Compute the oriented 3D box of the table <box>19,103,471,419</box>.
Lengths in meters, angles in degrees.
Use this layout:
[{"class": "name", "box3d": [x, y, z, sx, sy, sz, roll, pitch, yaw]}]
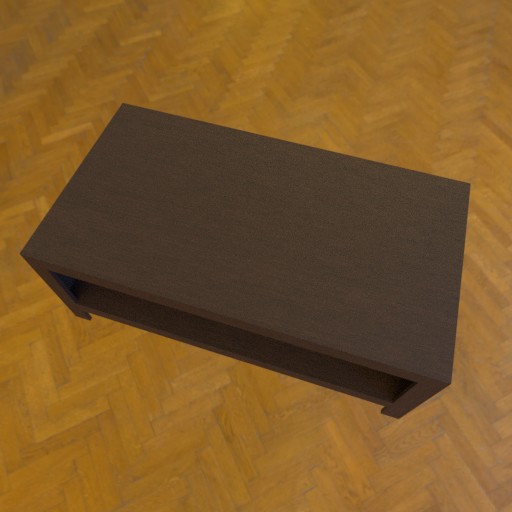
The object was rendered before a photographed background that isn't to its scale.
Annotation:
[{"class": "table", "box3d": [0.000, 0.000, 1.392, 1.099, 0.424, 0.597, 15, 61, 9]}]
